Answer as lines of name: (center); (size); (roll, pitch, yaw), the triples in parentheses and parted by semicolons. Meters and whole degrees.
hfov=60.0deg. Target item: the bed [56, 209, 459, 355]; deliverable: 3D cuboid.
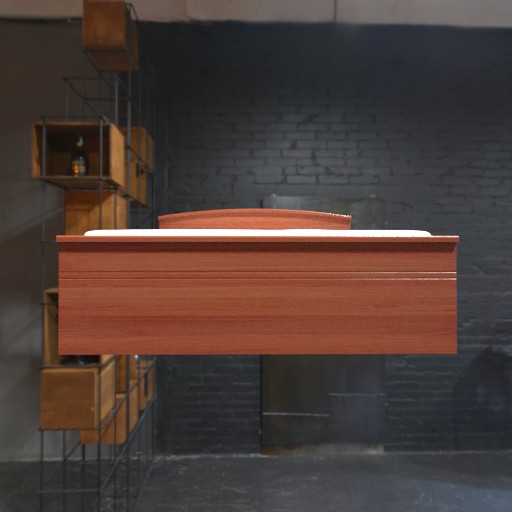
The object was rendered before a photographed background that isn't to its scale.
bed: (0.000, 0.000, 2.877); (1.683, 0.848, 2.053); (0, -1, -1)
